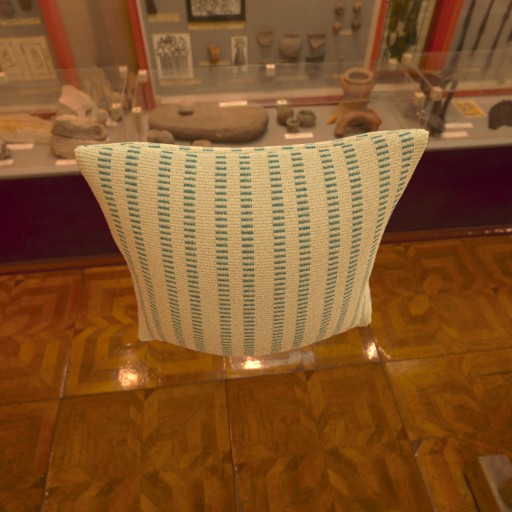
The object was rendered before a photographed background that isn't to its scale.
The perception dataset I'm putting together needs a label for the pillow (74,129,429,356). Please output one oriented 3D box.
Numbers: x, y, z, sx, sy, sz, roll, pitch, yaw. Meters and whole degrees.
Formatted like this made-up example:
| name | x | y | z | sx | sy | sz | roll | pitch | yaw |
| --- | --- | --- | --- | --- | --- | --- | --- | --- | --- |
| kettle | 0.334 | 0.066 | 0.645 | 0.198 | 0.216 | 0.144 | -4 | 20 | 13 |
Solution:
| name | x | y | z | sx | sy | sz | roll | pitch | yaw |
| --- | --- | --- | --- | --- | --- | --- | --- | --- | --- |
| pillow | 0.000 | 0.000 | 0.686 | 0.438 | 0.419 | 0.247 | -4 | 47 | -3 |
